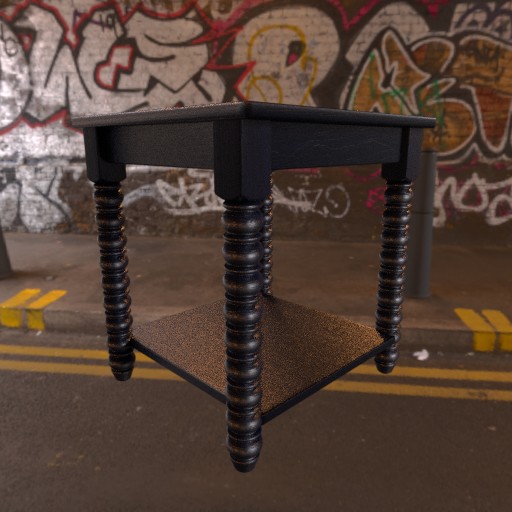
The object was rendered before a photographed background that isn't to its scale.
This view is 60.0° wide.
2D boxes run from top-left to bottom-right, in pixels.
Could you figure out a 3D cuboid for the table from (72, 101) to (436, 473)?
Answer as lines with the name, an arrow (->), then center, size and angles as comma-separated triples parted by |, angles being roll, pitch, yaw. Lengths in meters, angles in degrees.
table -> 0.000, 0.000, 0.949 | 0.533, 0.567, 0.500 | -14, 20, -43
